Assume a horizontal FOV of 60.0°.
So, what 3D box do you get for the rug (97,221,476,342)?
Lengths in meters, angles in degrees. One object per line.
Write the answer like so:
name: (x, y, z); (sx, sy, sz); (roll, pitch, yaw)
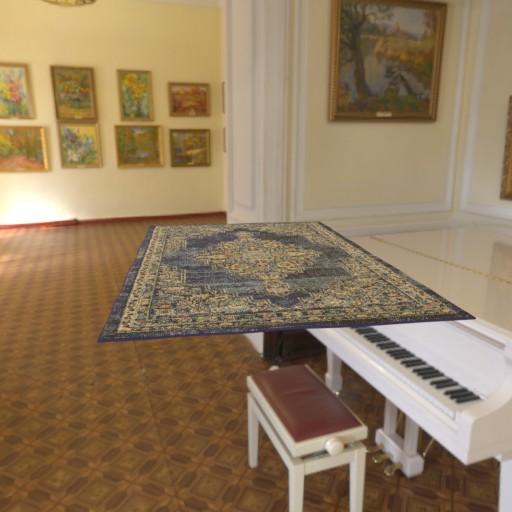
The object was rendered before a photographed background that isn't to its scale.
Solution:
rug: (0.000, 0.000, 2.196); (1.184, 0.012, 1.781); (-2, 15, -8)
